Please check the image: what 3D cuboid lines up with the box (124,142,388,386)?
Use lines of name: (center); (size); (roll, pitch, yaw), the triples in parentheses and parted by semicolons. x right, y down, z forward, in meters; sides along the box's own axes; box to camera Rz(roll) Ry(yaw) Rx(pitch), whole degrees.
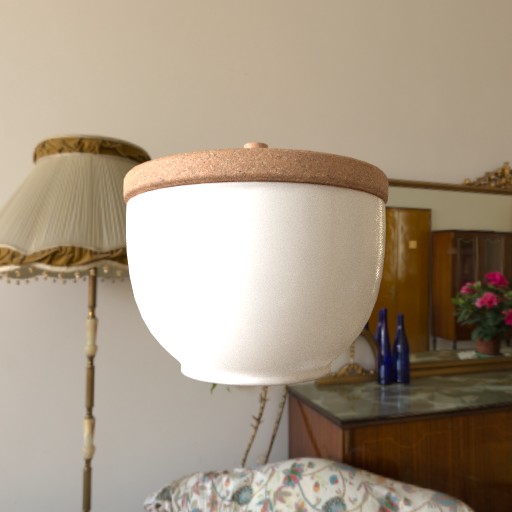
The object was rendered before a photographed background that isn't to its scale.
box: (0.000, 0.000, 0.186); (0.107, 0.094, 0.107); (0, -3, 0)
